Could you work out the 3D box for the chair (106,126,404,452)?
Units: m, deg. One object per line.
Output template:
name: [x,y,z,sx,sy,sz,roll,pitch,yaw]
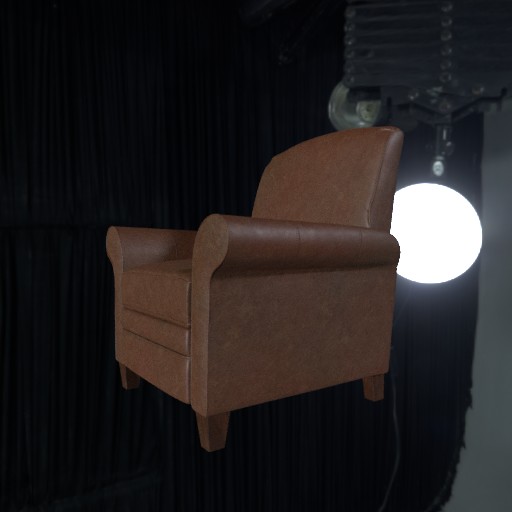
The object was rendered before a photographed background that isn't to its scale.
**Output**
chair: [0.000,0.000,1.737,0.902,1.061,0.978,-1,1,-36]
